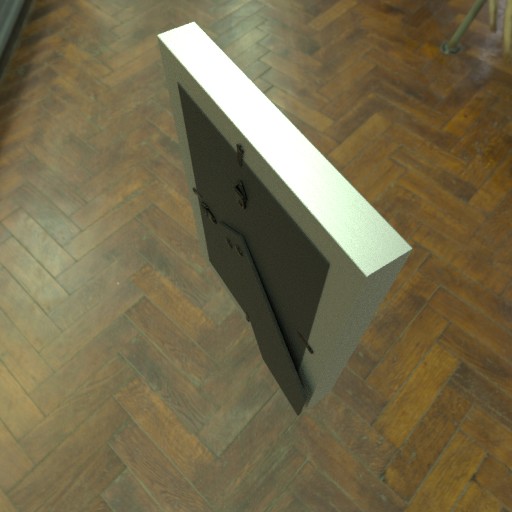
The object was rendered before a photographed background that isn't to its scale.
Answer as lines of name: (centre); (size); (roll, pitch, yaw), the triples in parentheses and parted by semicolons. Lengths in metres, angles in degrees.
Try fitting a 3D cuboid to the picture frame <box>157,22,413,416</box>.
picture frame: (0.000, 0.000, 0.272); (0.028, 0.208, 0.157); (-29, 63, -16)
